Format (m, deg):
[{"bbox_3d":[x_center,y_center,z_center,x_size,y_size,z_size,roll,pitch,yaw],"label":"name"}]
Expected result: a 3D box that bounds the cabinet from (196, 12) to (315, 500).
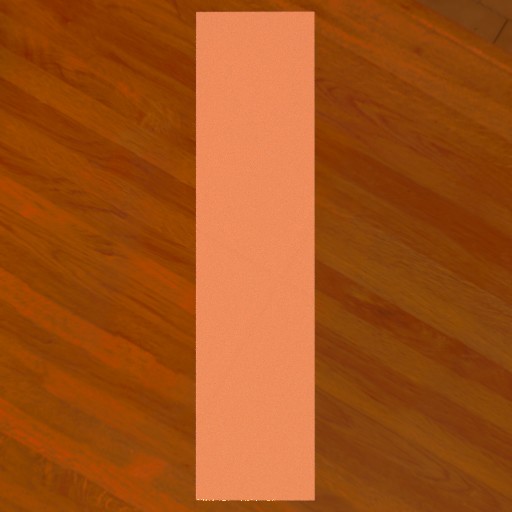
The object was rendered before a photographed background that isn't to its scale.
[{"bbox_3d":[0.000,0.000,1.897,0.400,0.800,1.650,0,90,0],"label":"cabinet"}]
